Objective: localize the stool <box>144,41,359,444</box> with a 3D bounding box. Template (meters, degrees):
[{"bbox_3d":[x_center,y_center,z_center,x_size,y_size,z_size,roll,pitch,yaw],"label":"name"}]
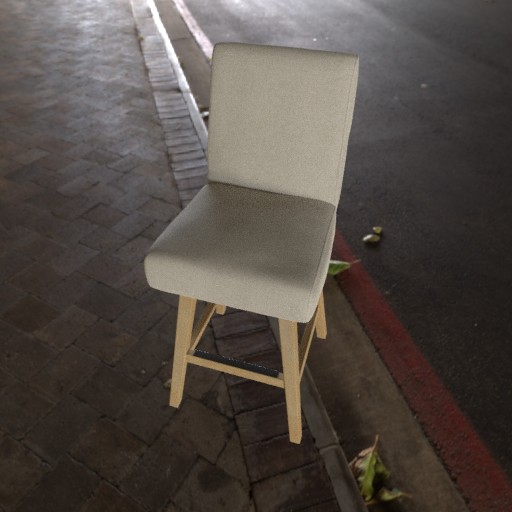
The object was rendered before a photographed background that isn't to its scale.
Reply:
[{"bbox_3d":[0.000,0.000,1.287,0.446,1.015,0.543,12,42,13],"label":"stool"}]
